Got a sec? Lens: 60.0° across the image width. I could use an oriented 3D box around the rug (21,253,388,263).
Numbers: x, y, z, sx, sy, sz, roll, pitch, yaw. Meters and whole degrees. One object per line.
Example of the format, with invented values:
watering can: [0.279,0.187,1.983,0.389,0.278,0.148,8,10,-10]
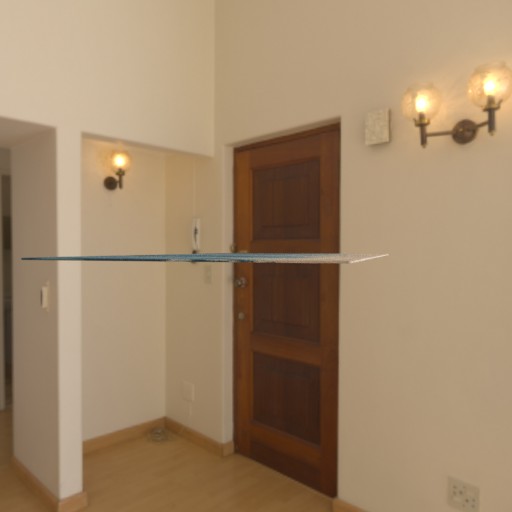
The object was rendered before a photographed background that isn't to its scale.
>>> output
rug: [0.000,0.000,2.305,1.232,0.009,1.836,0,1,20]
